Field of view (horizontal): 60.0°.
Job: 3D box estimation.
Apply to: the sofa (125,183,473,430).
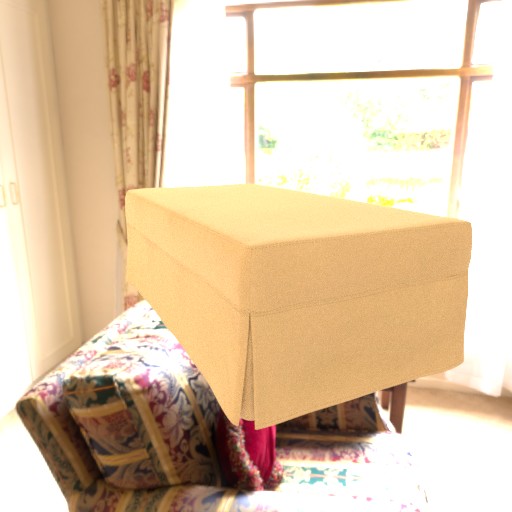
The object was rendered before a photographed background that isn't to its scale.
[{"bbox_3d":[0.000,0.000,2.081,0.939,0.552,1.677,-7,16,-26],"label":"sofa"}]
